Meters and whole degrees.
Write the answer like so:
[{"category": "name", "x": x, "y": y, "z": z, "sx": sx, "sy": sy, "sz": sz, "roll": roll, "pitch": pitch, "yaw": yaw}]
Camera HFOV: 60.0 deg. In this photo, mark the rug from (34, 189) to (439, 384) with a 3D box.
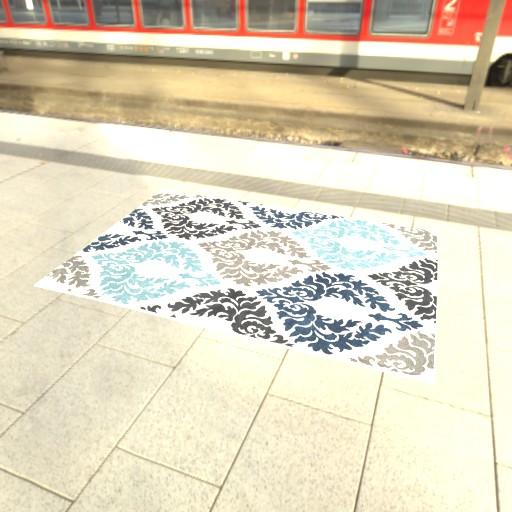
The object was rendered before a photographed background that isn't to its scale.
[{"category": "rug", "x": 0.000, "y": 0.000, "z": 2.926, "sx": 2.275, "sy": 0.014, "sz": 1.514, "roll": 11, "pitch": 33, "yaw": 16}]
